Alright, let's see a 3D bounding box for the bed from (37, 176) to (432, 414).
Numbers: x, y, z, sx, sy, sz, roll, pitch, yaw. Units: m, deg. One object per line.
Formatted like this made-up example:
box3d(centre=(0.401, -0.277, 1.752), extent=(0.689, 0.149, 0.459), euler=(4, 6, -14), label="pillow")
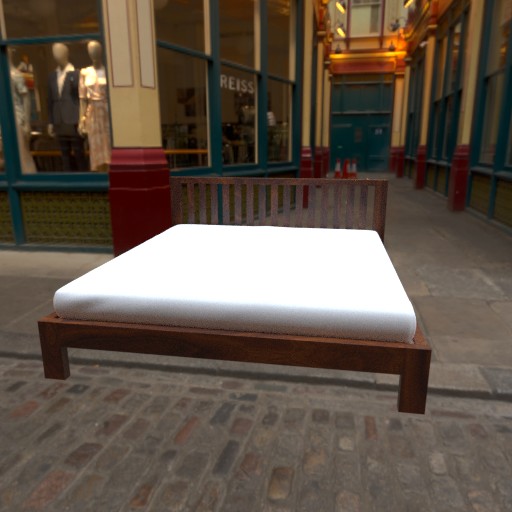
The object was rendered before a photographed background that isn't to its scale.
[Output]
box3d(centre=(0.000, 0.000, 3.031), extent=(1.905, 0.890, 2.030), euler=(2, 15, 9), label="bed")
